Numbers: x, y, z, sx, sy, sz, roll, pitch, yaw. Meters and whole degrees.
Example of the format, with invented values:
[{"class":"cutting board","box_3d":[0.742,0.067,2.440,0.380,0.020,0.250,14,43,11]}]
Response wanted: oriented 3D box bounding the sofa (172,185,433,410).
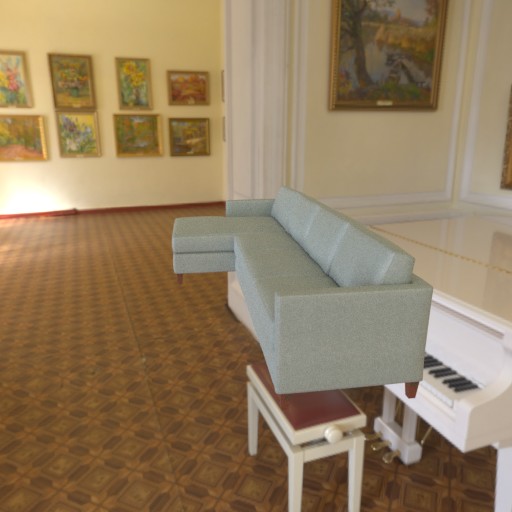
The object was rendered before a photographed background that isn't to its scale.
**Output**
[{"class":"sofa","box_3d":[0.000,0.000,4.129,1.600,0.953,3.470,-2,16,-8]}]
